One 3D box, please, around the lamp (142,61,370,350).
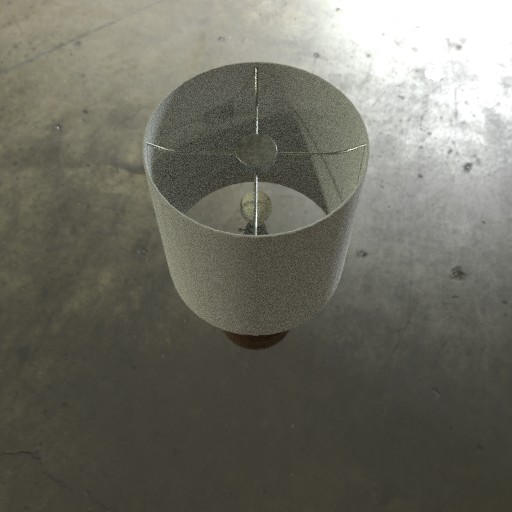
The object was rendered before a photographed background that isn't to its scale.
[{"bbox_3d":[0.000,0.000,0.484,0.186,0.369,0.186,0,63,0],"label":"lamp"}]
